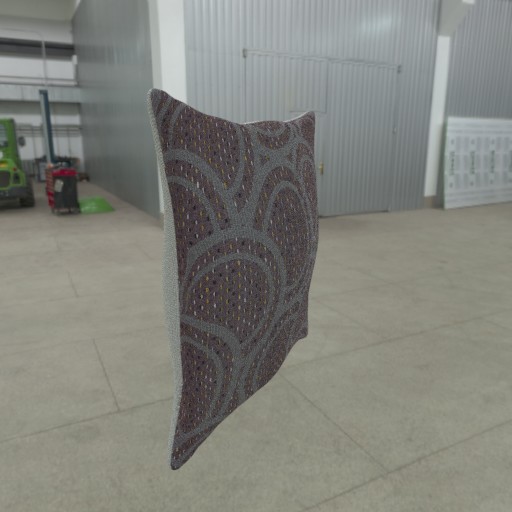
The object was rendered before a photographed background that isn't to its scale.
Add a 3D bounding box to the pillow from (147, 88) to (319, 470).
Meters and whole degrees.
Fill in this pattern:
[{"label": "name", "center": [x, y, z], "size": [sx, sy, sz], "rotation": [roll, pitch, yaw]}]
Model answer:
[{"label": "pillow", "center": [0.000, 0.000, 0.781], "size": [0.163, 0.513, 0.514], "rotation": [7, 16, 26]}]
